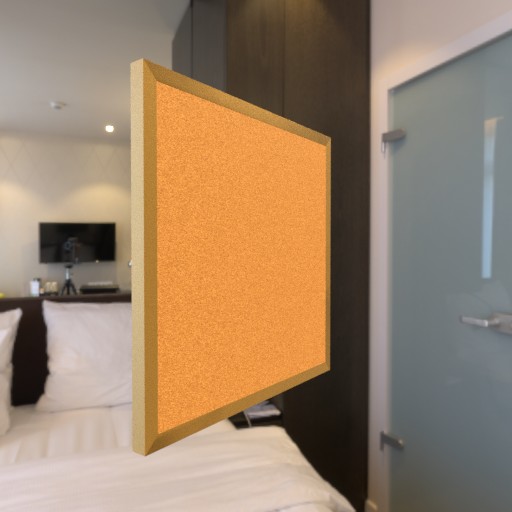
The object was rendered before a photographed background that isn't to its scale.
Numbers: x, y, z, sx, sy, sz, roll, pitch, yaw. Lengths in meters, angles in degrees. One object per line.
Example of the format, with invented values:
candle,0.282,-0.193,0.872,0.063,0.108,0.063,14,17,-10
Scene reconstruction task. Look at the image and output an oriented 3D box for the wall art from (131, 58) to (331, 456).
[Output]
wall art,0.000,0.000,1.163,0.038,0.762,0.762,1,1,37
